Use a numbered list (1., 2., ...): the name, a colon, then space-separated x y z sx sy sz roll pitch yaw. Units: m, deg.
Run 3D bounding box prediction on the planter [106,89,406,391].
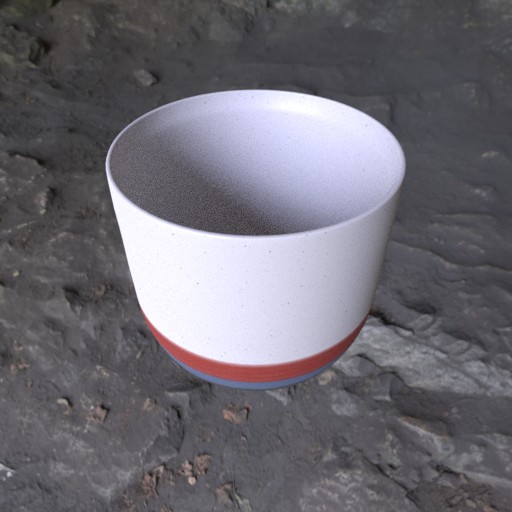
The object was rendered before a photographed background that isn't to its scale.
1. planter: 0.000 0.000 0.493 0.268 0.270 0.268 0 42 0
